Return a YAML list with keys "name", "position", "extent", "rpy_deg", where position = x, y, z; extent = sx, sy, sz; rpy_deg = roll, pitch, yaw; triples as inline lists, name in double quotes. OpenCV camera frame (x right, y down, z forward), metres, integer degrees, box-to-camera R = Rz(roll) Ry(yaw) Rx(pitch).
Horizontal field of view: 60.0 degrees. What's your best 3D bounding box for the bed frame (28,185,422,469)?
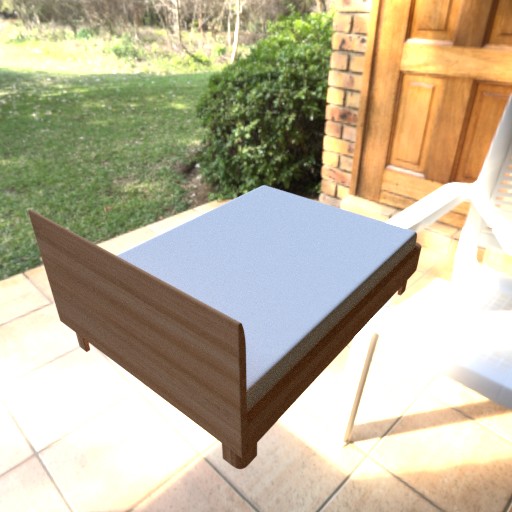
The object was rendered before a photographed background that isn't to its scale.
- name: "bed frame"
  position: [0.000, 0.000, 2.832]
  extent: [1.472, 0.940, 1.992]
  rpy_deg: [23, 38, 33]
